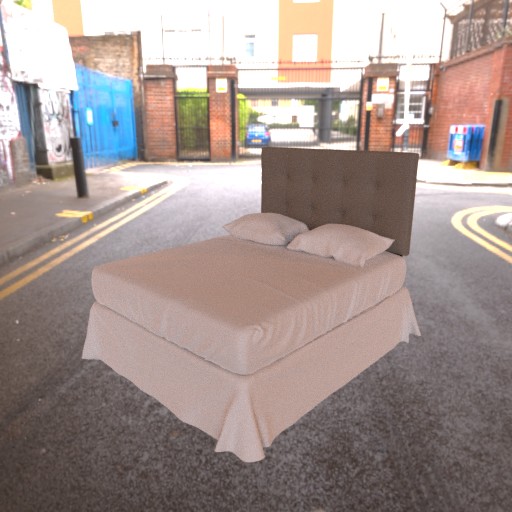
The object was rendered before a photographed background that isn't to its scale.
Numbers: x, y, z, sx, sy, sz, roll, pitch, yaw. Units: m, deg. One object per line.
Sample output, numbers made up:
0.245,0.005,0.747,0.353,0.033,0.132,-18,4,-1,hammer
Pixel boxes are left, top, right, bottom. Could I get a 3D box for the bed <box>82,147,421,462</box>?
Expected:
0.000,0.000,3.506,1.936,1.577,2.222,15,22,41,bed
